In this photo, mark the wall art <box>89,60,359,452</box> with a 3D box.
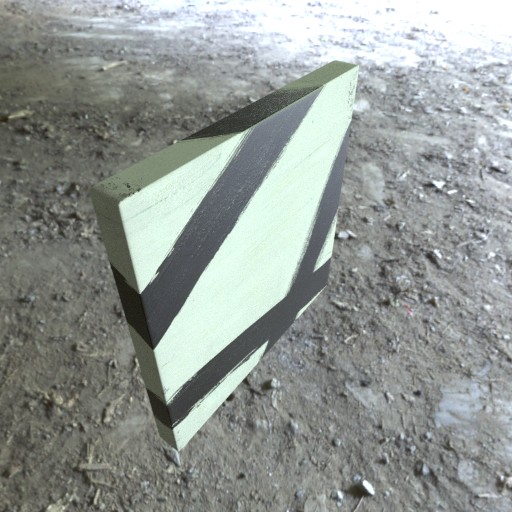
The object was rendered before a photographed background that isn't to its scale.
[{"bbox_3d":[0.000,0.000,0.751,0.050,0.508,0.507,26,47,27],"label":"wall art"}]
